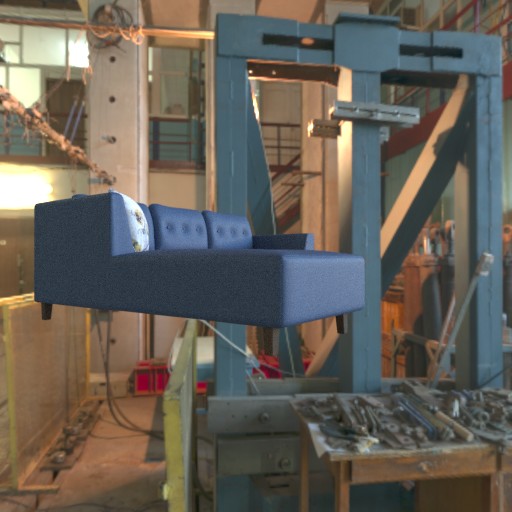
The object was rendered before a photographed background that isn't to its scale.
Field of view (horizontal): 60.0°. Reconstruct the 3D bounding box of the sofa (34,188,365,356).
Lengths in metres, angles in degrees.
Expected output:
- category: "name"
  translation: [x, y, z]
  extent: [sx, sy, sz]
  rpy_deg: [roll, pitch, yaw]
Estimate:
- category: "sofa"
  translation: [0.000, 0.000, 3.015]
  extent: [1.829, 0.787, 2.120]
  rpy_deg: [0, 0, 37]
